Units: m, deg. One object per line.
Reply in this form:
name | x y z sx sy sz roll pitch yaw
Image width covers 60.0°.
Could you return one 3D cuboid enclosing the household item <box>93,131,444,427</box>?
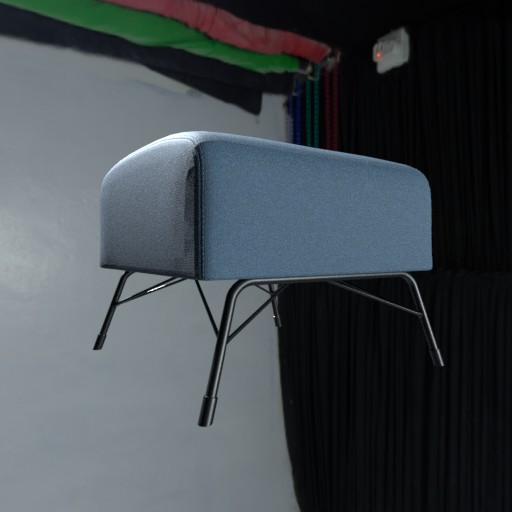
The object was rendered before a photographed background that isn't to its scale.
household item | 0.000 0.000 0.922 0.530 0.420 0.530 -1 1 -35
